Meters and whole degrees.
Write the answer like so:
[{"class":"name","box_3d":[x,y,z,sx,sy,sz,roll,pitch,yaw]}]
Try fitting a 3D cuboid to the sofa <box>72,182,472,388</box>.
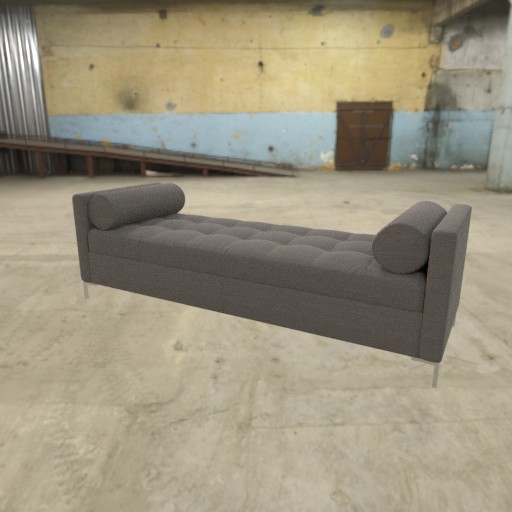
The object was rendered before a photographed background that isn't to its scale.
[{"class":"sofa","box_3d":[0.000,0.000,2.367,1.981,0.635,0.686,9,18,28]}]
